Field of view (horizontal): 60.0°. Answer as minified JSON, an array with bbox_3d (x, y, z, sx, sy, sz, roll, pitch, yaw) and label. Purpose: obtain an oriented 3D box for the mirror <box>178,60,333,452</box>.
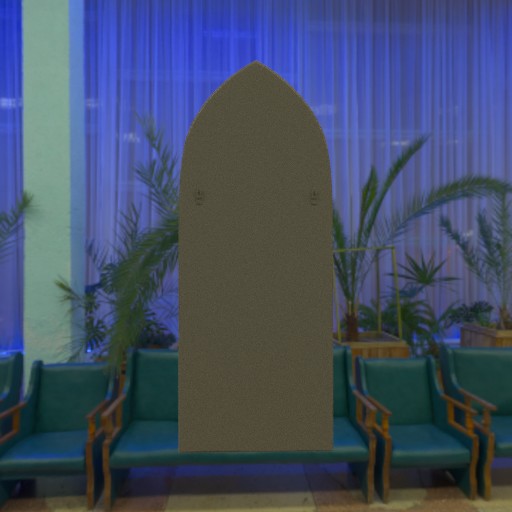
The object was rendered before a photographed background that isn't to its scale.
[{"bbox_3d":[0.000,0.000,1.335,0.464,1.175,0.025,0,0,-1],"label":"mirror"}]
